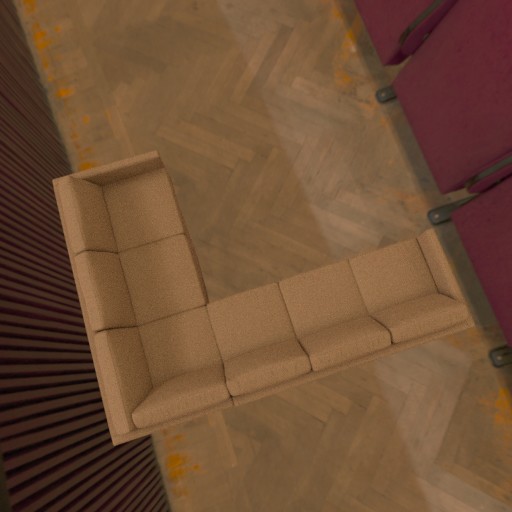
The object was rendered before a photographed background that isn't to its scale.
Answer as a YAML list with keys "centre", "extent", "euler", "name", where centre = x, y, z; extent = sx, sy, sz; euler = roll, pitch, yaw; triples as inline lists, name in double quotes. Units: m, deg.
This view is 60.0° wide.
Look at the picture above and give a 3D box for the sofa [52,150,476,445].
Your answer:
- centre: [0.000, 0.000, 4.163]
  extent: [3.182, 0.871, 2.432]
  euler: [-17, 77, -4]
  name: "sofa"
